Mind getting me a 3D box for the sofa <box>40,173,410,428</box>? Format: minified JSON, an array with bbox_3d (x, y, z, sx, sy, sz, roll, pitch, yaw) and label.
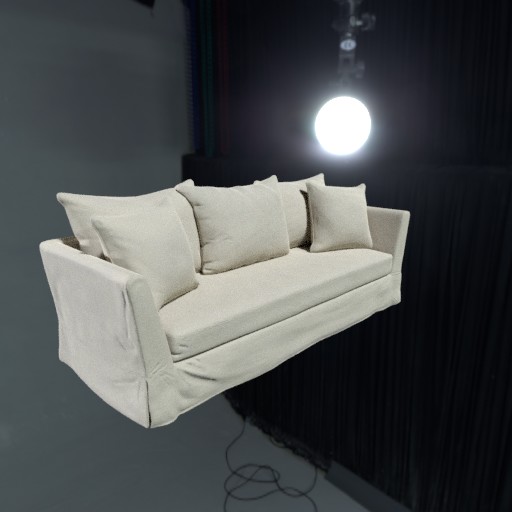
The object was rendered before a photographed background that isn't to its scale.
[{"bbox_3d":[0.000,0.000,3.065,1.046,1.047,2.499,14,20,43],"label":"sofa"}]
